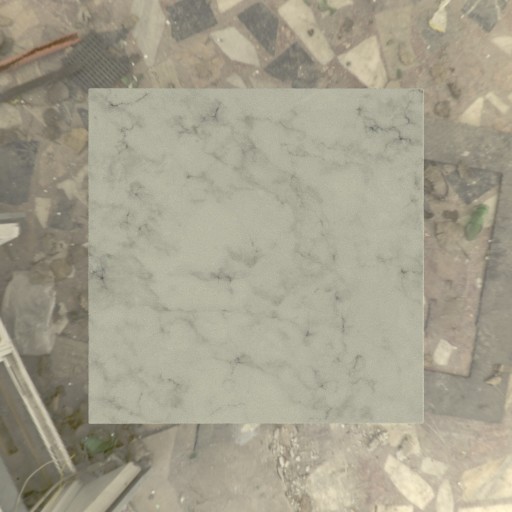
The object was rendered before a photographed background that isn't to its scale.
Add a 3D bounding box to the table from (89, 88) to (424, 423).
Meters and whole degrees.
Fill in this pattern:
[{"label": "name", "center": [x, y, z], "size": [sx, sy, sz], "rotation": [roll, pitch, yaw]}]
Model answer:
[{"label": "table", "center": [0.000, 0.000, 0.844], "size": [0.450, 0.500, 0.450], "rotation": [0, 90, 0]}]
